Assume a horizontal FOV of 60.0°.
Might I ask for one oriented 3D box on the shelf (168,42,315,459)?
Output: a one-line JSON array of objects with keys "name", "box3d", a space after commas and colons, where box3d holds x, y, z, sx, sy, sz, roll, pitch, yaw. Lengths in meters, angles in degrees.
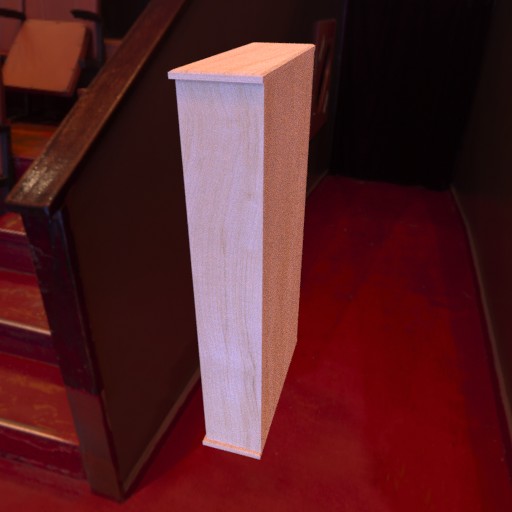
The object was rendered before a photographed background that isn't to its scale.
[{"name": "shelf", "box3d": [0.000, 0.000, 1.237, 0.175, 1.030, 0.520, 8, 32, 14]}]
